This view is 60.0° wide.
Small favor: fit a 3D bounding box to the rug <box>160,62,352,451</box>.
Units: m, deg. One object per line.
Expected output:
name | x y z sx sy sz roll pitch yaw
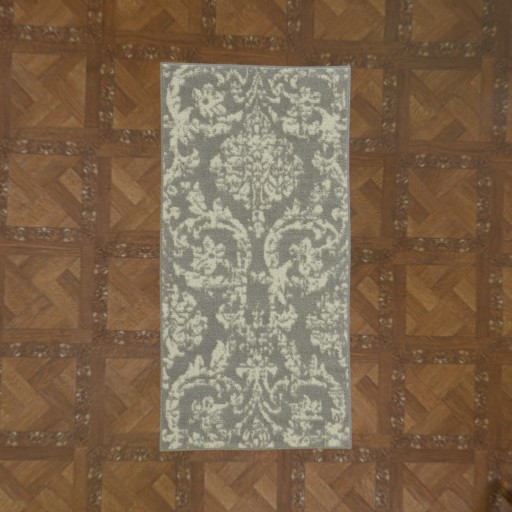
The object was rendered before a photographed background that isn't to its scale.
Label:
rug | 0.000 0.000 1.398 0.604 0.007 1.219 0 89 -2
